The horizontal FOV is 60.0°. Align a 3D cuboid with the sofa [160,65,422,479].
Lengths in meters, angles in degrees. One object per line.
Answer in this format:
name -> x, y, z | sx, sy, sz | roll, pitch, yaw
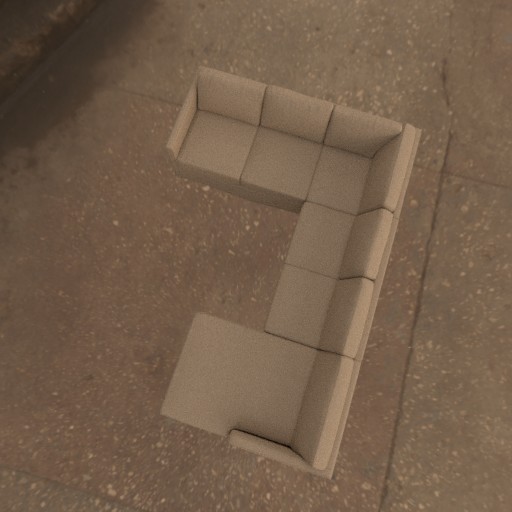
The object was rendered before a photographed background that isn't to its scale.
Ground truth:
sofa -> 0.000, 0.000, 4.420 | 2.427, 0.882, 3.460 | 18, 77, 4
